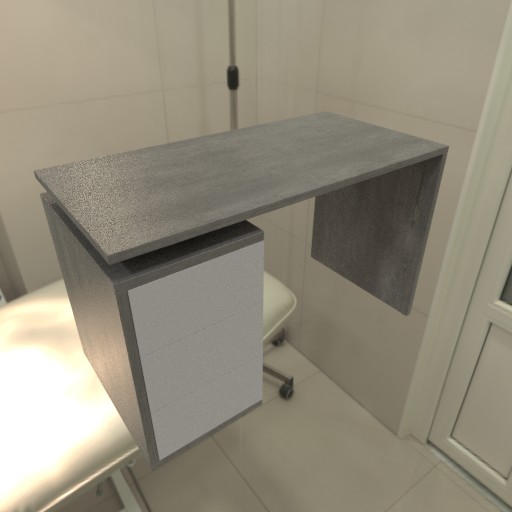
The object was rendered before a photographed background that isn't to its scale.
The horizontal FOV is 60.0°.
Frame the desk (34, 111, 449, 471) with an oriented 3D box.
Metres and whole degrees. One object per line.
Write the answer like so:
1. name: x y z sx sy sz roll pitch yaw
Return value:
1. desk: 0.000 0.000 1.609 1.200 0.740 0.600 -21 38 -30
